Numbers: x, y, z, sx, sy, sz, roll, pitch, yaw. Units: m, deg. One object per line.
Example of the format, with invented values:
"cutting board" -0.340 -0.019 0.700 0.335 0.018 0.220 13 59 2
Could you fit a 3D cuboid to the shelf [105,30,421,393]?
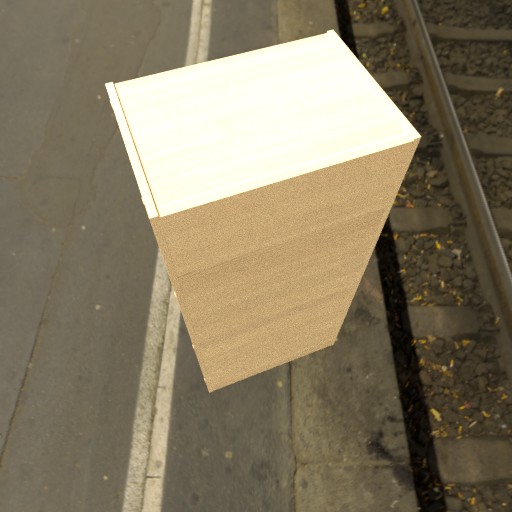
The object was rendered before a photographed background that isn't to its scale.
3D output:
"shelf" 0.000 0.000 1.065 0.417 0.876 0.292 -18 60 -11
